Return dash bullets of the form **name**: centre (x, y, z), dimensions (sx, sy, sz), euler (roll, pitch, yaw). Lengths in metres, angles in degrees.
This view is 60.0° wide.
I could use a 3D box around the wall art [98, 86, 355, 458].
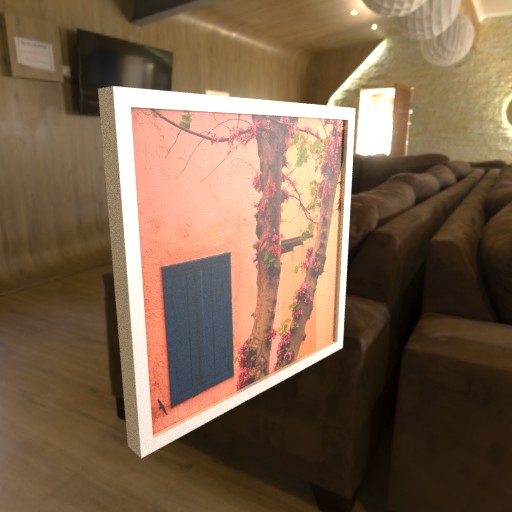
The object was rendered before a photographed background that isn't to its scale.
- **wall art**: centre (0.000, 0.000, 0.766), dimensions (0.507, 0.508, 0.038), euler (-14, 20, -43)
